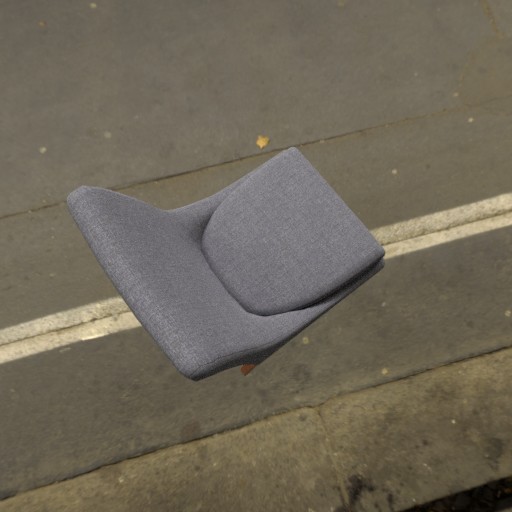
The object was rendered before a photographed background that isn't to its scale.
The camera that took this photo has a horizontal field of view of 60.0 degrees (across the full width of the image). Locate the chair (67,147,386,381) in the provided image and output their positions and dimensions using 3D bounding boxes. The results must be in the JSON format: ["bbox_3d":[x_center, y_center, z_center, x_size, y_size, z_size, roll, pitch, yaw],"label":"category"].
[{"bbox_3d":[0.000,0.000,1.324,0.655,0.952,0.508,-36,77,-9],"label":"chair"}]
